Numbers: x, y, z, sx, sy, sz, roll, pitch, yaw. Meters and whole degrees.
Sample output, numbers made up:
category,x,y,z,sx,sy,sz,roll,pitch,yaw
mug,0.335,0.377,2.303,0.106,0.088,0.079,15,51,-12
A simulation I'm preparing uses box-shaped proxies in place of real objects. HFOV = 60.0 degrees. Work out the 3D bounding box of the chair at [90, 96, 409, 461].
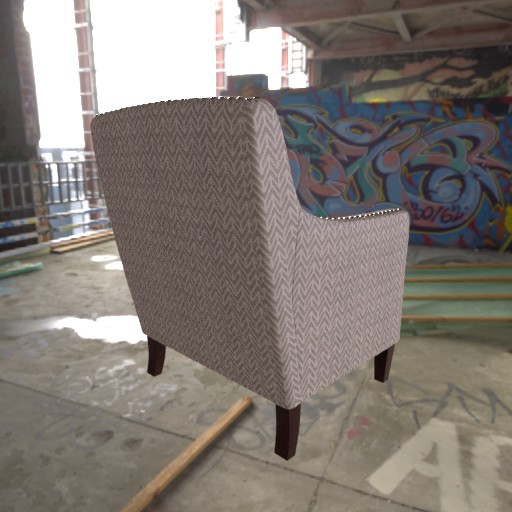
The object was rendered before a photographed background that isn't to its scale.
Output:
category,x,y,z,sx,sy,sz,roll,pitch,yaw
chair,0.000,0.000,1.286,0.623,0.816,0.651,13,19,43
